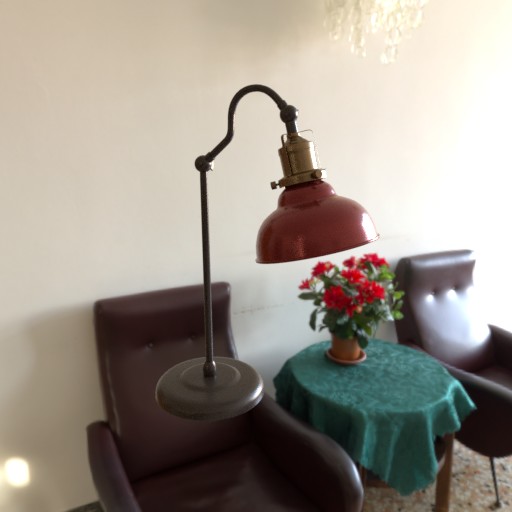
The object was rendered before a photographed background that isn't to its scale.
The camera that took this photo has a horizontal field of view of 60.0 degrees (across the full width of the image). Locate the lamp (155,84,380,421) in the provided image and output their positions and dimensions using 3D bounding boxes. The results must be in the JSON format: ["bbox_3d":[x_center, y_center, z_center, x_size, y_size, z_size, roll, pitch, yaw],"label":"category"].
[{"bbox_3d":[0.000,0.000,0.695,0.374,0.508,0.192,6,14,26],"label":"lamp"}]
